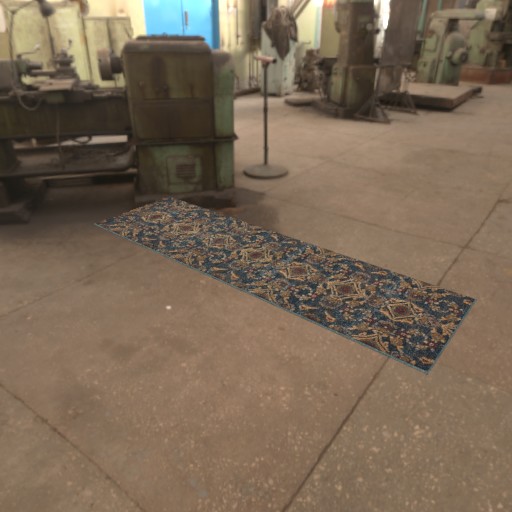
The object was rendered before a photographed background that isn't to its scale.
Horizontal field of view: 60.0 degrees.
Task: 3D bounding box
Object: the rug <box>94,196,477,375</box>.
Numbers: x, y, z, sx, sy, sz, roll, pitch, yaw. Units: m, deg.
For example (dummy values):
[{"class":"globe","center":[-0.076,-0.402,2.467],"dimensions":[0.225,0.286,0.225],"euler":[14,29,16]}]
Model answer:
[{"class":"rug","center":[0.000,0.000,2.617],"dimensions":[2.292,0.014,0.685],"euler":[21,35,34]}]
